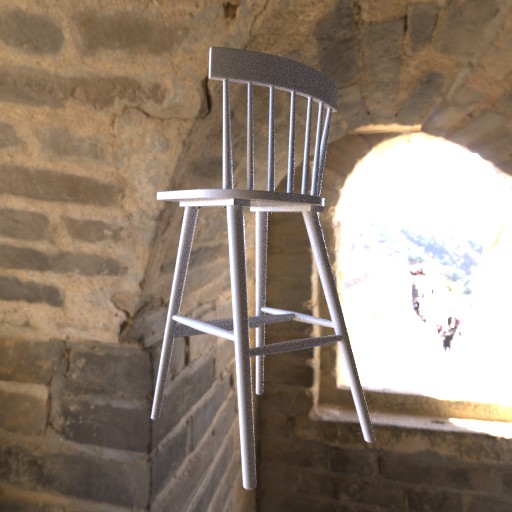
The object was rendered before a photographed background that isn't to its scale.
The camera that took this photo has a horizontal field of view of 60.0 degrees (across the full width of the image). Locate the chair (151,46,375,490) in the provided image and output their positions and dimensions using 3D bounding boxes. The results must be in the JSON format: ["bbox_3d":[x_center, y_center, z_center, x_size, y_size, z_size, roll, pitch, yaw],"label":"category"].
[{"bbox_3d":[0.000,0.000,1.391,0.483,1.092,0.572,0,0,-36],"label":"chair"}]
